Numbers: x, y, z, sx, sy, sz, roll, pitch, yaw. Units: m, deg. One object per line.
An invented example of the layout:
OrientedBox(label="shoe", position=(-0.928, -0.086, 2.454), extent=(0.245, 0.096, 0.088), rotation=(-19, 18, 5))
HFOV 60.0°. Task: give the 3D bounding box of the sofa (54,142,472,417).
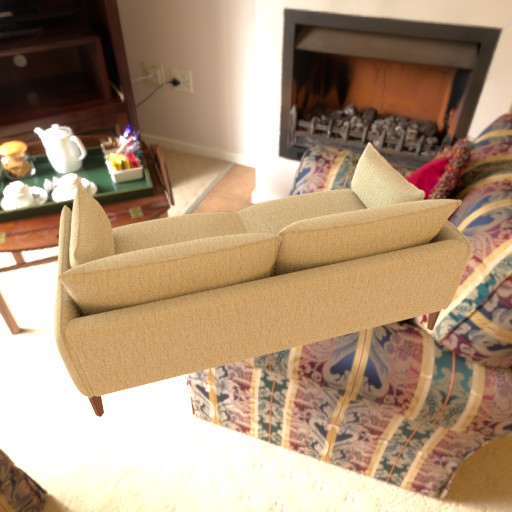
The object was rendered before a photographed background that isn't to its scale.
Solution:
OrientedBox(label="sofa", position=(0.000, 0.000, 2.415), extent=(1.989, 0.860, 0.991), rotation=(-11, 42, -13))
